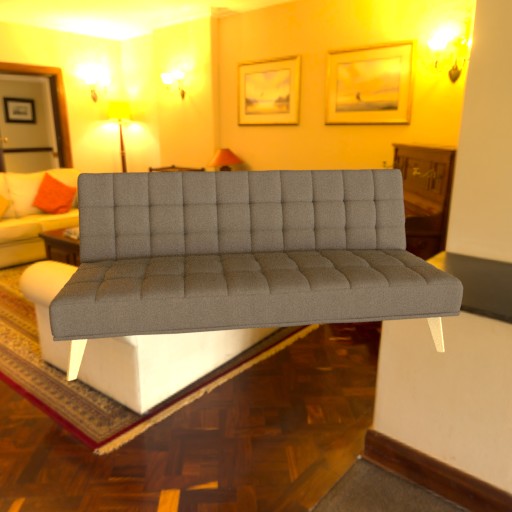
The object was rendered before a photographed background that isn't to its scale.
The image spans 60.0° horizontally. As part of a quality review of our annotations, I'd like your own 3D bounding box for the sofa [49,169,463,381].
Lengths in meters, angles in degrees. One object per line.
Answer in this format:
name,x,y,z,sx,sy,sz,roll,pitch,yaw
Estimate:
sofa,0.000,0.000,2.258,1.800,0.810,0.860,-2,16,-8
